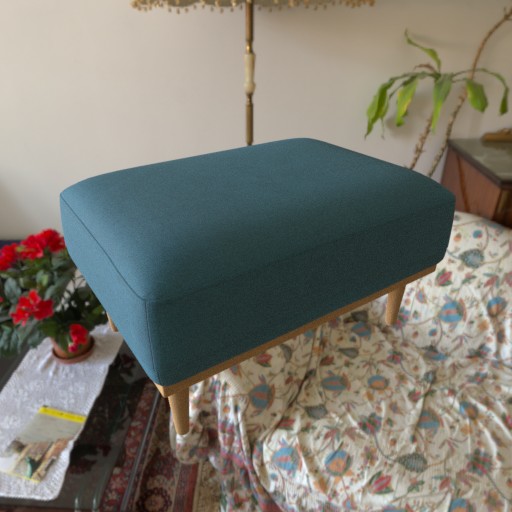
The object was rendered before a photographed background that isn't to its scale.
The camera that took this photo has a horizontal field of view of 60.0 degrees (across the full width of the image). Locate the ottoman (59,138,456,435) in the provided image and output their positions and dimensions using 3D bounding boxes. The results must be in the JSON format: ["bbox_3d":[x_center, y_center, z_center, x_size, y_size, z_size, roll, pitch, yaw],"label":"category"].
[{"bbox_3d":[0.000,0.000,1.058,0.749,0.428,0.549,-19,34,-30],"label":"ottoman"}]
